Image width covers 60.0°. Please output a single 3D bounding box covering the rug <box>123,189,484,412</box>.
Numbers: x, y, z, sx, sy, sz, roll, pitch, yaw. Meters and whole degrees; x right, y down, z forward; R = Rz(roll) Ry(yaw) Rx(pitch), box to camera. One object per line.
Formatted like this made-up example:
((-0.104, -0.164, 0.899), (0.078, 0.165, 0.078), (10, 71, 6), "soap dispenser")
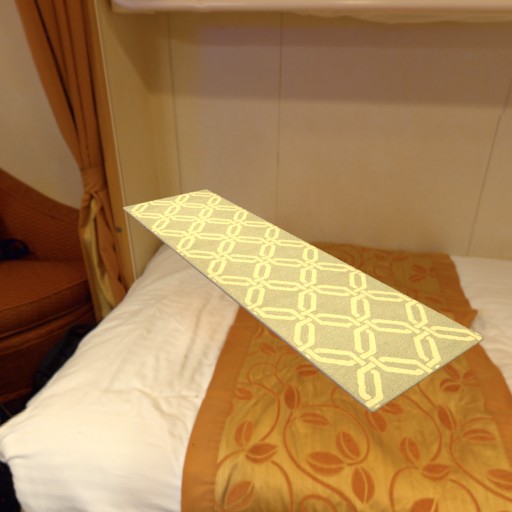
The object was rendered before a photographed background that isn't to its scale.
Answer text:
((0.000, 0.000, 2.459), (0.678, 0.014, 2.276), (-18, 32, -31), "rug")
